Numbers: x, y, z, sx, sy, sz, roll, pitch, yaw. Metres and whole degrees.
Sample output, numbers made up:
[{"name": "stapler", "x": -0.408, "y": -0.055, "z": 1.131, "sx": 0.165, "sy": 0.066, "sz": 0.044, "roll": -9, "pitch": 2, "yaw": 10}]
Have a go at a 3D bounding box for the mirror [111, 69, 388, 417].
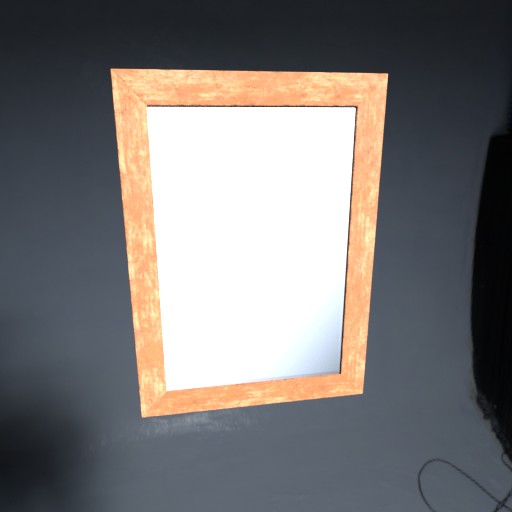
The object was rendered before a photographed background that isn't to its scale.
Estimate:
[{"name": "mirror", "x": 0.000, "y": 0.000, "z": 1.424, "sx": 0.796, "sy": 1.099, "sz": 0.028, "roll": -3, "pitch": 17, "yaw": -10}]
